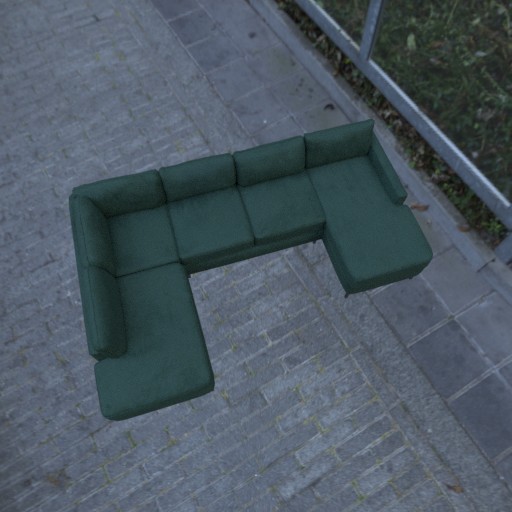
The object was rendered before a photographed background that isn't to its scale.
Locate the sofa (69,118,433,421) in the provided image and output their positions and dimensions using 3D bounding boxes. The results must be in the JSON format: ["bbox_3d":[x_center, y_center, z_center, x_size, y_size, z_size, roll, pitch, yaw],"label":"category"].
[{"bbox_3d":[0.000,0.000,3.919,2.994,0.861,1.992,-15,65,-7],"label":"sofa"}]
